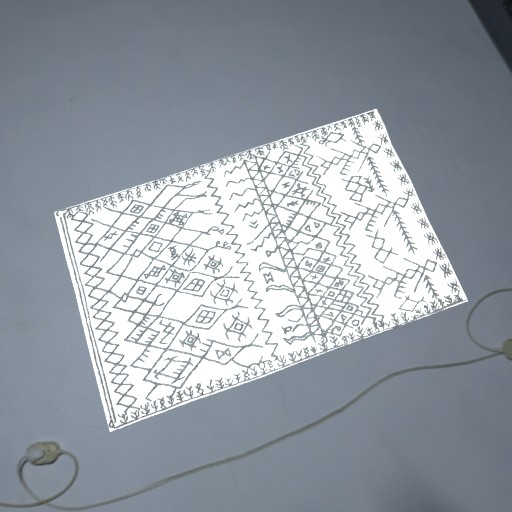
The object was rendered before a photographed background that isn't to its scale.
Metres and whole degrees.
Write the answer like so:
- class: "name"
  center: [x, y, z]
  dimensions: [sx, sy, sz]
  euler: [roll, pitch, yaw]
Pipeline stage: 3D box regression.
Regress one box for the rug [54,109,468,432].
- class: "rug"
  center: [0.000, 0.000, 3.014]
  dimensions: [2.444, 0.012, 1.530]
  euler: [-19, 76, -5]
